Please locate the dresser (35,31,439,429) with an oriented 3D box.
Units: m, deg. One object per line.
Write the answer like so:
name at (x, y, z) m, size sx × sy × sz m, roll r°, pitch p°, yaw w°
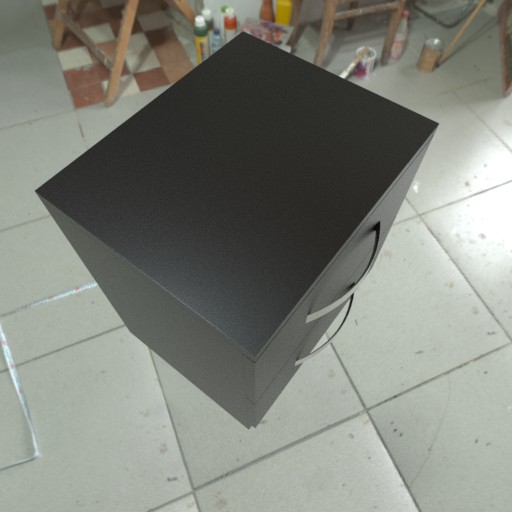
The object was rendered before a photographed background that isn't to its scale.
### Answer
dresser at (0.000, 0.000, 0.756) m, size 0.360 × 0.470 × 0.400 m, roll 34°, pitch 65°, yaw 18°
